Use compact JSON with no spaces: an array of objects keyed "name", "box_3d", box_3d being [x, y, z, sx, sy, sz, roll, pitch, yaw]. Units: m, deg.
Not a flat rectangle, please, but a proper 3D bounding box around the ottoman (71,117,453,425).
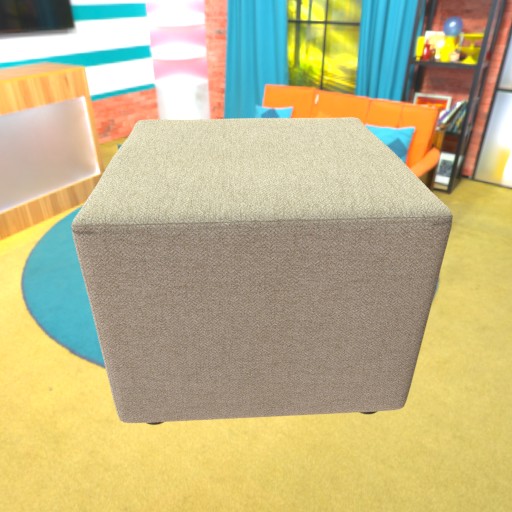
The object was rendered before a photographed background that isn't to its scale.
[{"name":"ottoman","box_3d":[0.000,0.000,0.867,0.508,0.432,0.508,-2,31,-3]}]
